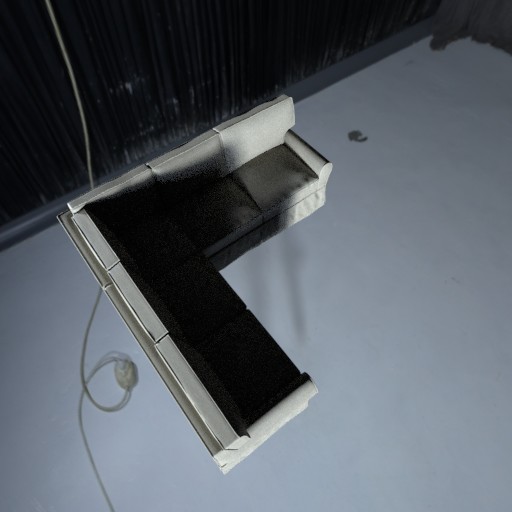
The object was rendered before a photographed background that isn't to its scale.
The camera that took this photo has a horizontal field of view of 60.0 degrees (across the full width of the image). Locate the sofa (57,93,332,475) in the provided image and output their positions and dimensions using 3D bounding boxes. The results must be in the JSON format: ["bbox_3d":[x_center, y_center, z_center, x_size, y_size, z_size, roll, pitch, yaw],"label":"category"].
[{"bbox_3d":[0.000,0.000,4.172,2.623,1.081,2.618,-33,64,-18],"label":"sofa"}]
